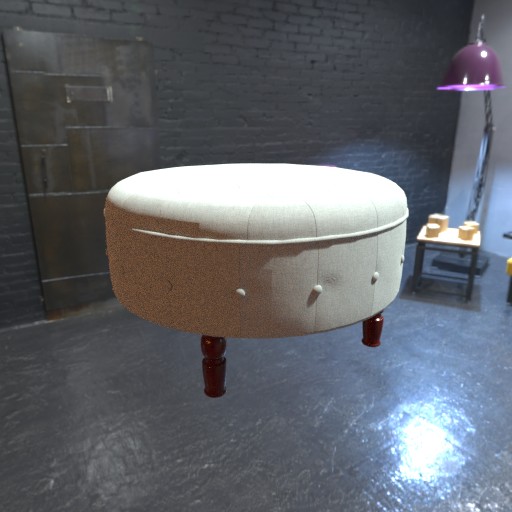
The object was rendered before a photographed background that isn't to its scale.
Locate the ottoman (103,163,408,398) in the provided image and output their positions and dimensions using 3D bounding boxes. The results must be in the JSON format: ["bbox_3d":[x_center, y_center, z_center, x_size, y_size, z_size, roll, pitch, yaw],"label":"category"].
[{"bbox_3d":[0.000,0.000,1.347,0.850,0.483,0.850,0,18,0],"label":"ottoman"}]
